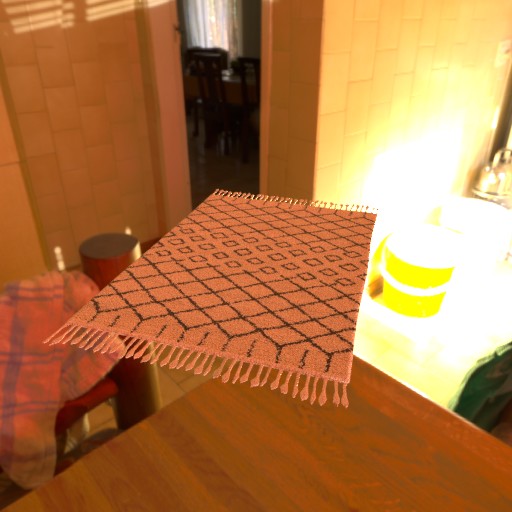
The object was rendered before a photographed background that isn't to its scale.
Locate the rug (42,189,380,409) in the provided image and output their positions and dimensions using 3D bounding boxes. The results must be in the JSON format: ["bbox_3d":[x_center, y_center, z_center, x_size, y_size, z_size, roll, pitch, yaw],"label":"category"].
[{"bbox_3d":[0.000,0.000,3.308,1.664,0.029,2.615,8,29,15],"label":"rug"}]
